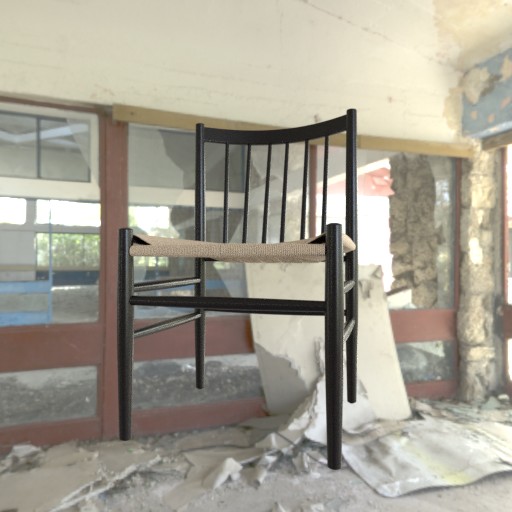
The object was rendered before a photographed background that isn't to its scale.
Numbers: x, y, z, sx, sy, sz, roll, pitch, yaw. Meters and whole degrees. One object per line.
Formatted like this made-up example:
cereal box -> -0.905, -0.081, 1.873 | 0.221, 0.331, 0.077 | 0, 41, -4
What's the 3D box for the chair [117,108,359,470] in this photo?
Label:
chair -> 0.000, 0.000, 1.144 | 0.495, 0.818, 0.516 | 0, 0, 17
